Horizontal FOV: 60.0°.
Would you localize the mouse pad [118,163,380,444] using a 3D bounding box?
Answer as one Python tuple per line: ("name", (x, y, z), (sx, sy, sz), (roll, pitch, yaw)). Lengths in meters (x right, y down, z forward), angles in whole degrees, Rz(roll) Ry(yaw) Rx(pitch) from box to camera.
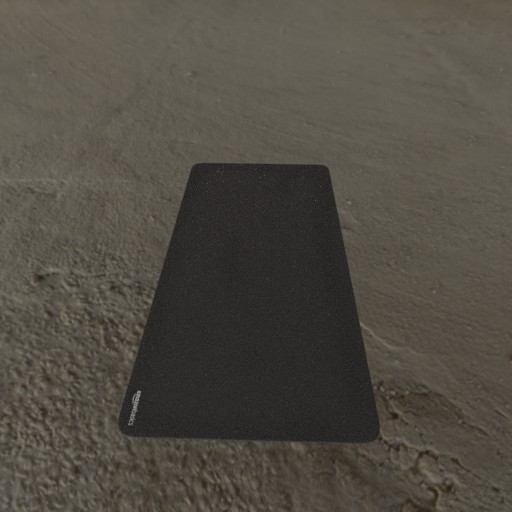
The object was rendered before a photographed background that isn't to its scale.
("mouse pad", (0.000, 0.000, 1.042), (0.424, 0.003, 0.907), (1, 40, 1))
